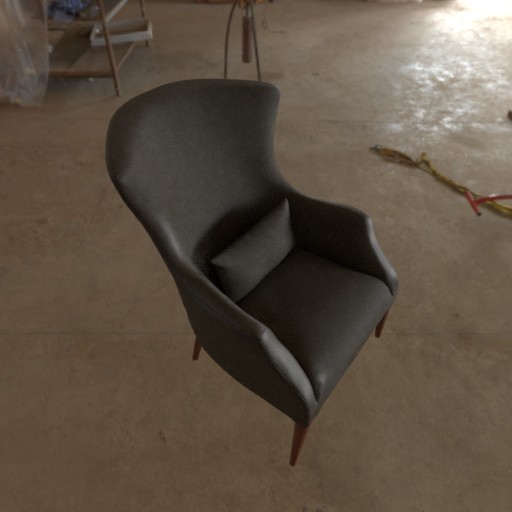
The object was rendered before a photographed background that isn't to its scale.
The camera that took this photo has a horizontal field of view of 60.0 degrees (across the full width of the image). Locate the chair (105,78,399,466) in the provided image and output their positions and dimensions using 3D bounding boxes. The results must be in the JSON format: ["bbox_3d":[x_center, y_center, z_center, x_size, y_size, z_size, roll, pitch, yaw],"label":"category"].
[{"bbox_3d":[0.000,0.000,1.706,0.954,1.068,0.819,26,48,26],"label":"chair"}]
